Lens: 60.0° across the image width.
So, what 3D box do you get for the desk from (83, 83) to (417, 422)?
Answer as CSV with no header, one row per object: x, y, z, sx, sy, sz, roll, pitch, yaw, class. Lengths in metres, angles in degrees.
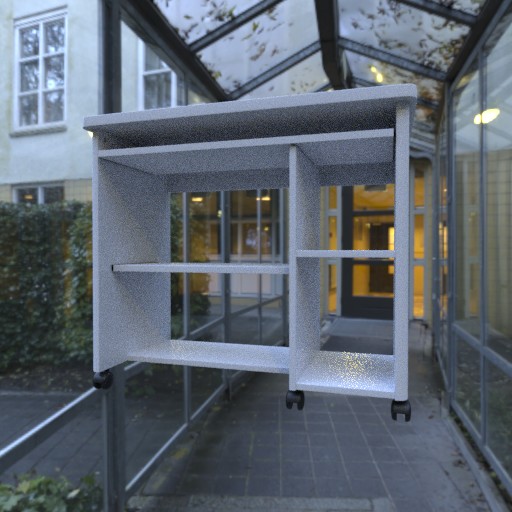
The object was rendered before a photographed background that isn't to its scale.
0.000,0.000,1.316,0.877,0.763,0.475,0,1,17,desk
